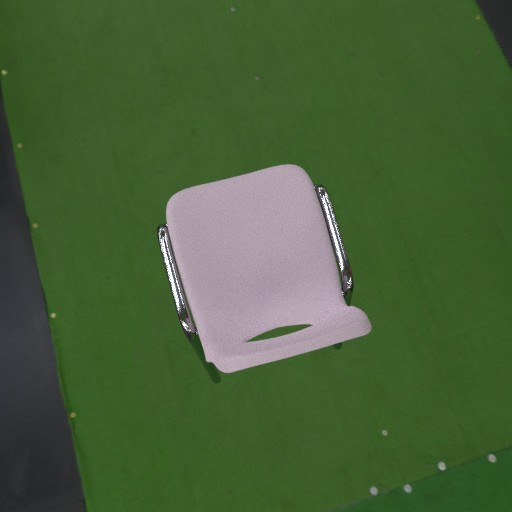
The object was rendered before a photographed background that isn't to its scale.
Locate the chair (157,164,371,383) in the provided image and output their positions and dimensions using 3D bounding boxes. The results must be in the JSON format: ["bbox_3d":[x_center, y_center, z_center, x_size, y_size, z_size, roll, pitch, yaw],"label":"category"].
[{"bbox_3d":[0.000,0.000,0.852,0.354,0.586,0.423,-15,76,-4],"label":"chair"}]
